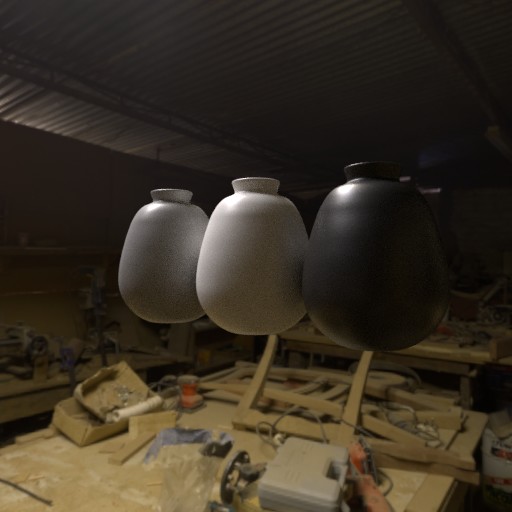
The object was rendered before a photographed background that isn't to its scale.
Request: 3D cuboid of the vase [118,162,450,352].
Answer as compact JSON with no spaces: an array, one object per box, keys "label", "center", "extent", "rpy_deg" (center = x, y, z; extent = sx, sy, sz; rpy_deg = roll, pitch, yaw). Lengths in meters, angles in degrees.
[{"label":"vase","center":[0.000,0.000,0.364],"extent":[0.297,0.122,0.097],"rpy_deg":[0,0,37]}]
